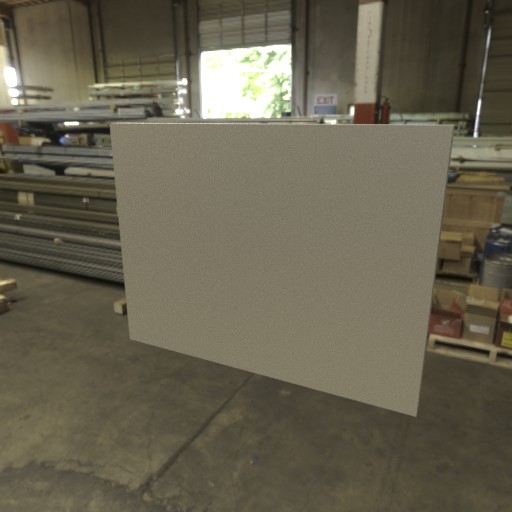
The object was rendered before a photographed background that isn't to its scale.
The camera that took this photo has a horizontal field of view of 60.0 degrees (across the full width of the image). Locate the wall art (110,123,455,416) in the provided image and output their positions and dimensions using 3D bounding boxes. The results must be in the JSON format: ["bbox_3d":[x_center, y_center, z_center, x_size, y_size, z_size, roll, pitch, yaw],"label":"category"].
[{"bbox_3d":[0.000,0.000,1.403,1.056,0.801,0.066,8,19,25],"label":"wall art"}]
